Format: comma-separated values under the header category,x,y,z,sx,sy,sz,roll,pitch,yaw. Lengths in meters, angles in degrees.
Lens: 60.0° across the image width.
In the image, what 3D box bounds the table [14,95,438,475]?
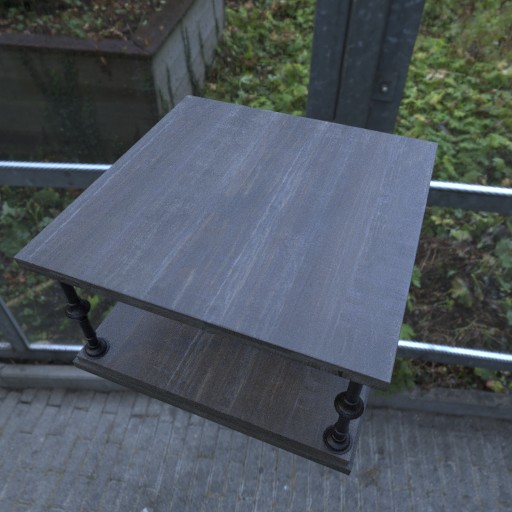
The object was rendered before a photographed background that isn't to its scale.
category,x,y,z,sx,sy,sz,roll,pitch,yaw
table,0.000,0.000,1.105,0.696,0.400,0.696,16,48,15
